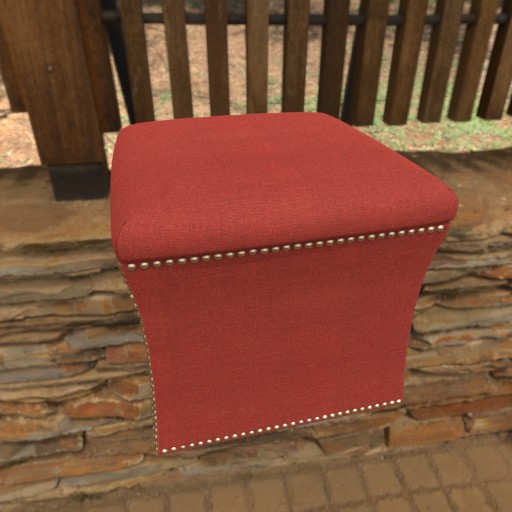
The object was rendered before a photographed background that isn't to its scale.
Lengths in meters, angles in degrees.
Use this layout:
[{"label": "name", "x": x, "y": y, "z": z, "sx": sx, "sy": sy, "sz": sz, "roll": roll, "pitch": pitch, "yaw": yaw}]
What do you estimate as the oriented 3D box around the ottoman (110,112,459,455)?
[{"label": "ottoman", "x": 0.000, "y": 0.000, "z": 0.878, "sx": 0.497, "sy": 0.475, "sz": 0.507, "roll": -7, "pitch": 31, "yaw": -12}]
